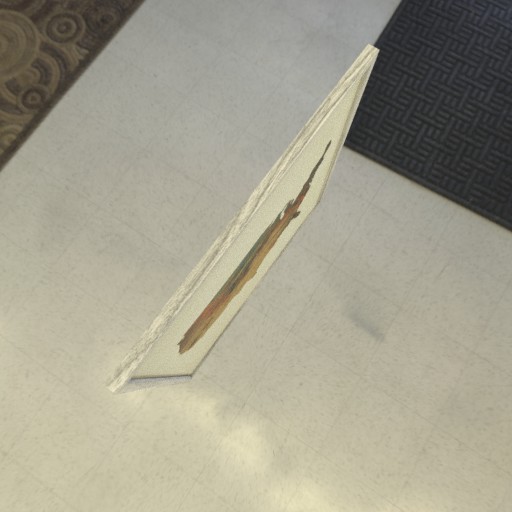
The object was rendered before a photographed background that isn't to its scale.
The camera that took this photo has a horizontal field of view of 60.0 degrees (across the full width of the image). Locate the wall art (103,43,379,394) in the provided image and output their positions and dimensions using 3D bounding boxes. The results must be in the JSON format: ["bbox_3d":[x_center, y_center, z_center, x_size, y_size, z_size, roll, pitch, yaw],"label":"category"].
[{"bbox_3d":[0.000,0.000,0.747,0.016,0.507,0.508,35,78,8],"label":"wall art"}]
